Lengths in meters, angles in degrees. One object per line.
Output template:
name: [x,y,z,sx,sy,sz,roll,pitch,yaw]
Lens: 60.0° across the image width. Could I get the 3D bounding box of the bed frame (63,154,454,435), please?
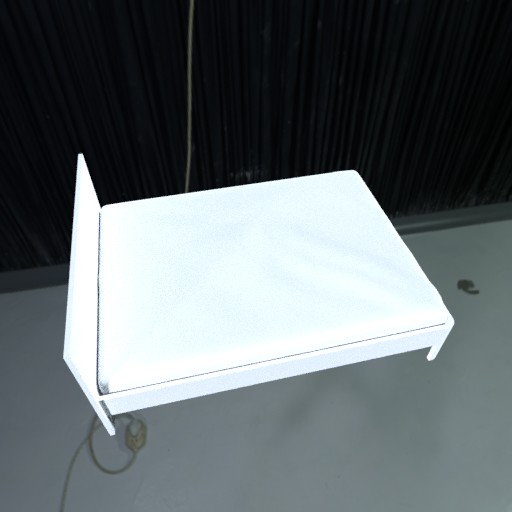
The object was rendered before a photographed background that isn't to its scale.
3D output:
bed frame: [0.000,0.000,2.737,1.950,0.800,1.490,-10,47,-9]
